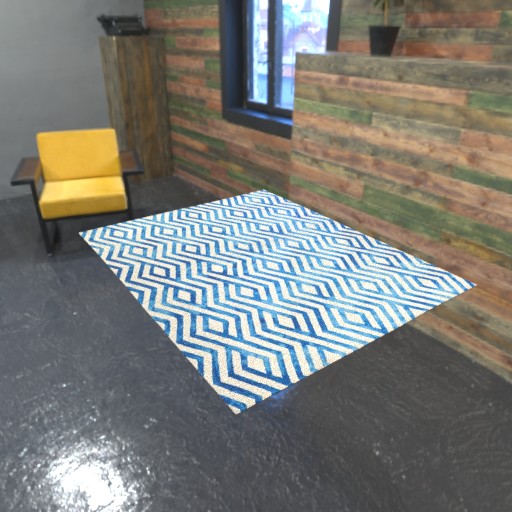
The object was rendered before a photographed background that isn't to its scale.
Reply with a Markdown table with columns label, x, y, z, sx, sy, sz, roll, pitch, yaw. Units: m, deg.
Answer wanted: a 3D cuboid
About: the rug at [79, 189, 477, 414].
| label | x | y | z | sx | sy | sz | roll | pitch | yaw |
| --- | --- | --- | --- | --- | --- | --- | --- | --- | --- |
| rug | 0.000 | 0.000 | 4.237 | 2.453 | 0.008 | 3.059 | -18 | 32 | -31 |
